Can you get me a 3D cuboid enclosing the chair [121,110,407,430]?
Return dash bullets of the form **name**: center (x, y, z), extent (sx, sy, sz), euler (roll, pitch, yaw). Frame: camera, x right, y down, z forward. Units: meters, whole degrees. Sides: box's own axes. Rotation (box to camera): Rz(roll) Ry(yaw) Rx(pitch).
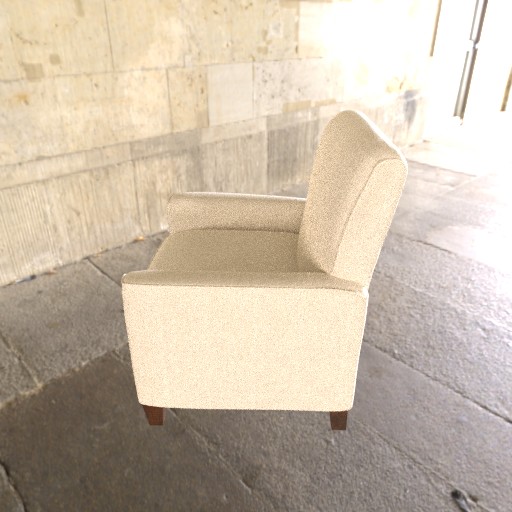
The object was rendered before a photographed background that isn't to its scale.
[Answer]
- **chair**: center (0.000, 0.000, 1.711), extent (0.858, 1.028, 0.841), euler (1, 28, 2)
